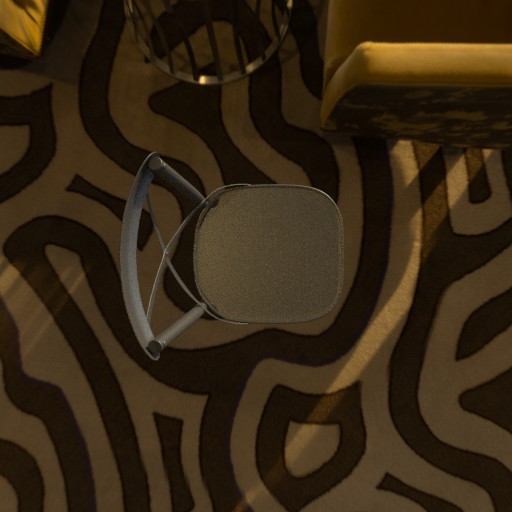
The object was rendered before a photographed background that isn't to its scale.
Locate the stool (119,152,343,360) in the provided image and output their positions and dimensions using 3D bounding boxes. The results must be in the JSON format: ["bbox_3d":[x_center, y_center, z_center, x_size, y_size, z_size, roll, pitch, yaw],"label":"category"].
[{"bbox_3d":[0.000,0.000,1.514,0.584,1.168,0.457,0,90,0],"label":"stool"}]
